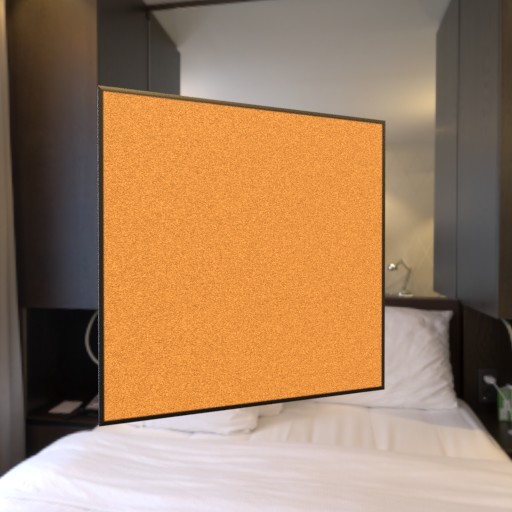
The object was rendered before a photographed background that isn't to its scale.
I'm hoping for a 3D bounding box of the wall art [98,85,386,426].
[{"bbox_3d":[0.000,0.000,1.148,0.769,0.766,0.042,0,1,-20],"label":"wall art"}]
